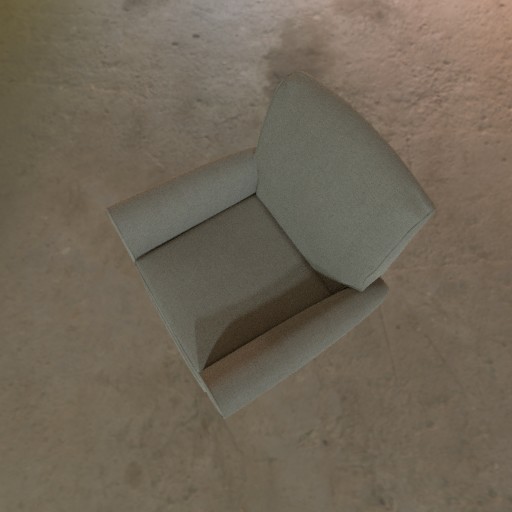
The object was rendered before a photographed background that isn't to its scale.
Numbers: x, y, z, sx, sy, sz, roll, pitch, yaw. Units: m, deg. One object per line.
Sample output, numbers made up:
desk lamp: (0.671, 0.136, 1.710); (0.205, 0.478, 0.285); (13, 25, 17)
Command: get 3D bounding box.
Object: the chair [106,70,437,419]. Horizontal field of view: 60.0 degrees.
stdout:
chair: (0.000, 0.000, 1.824); (0.905, 1.061, 0.978); (-29, 66, -14)
